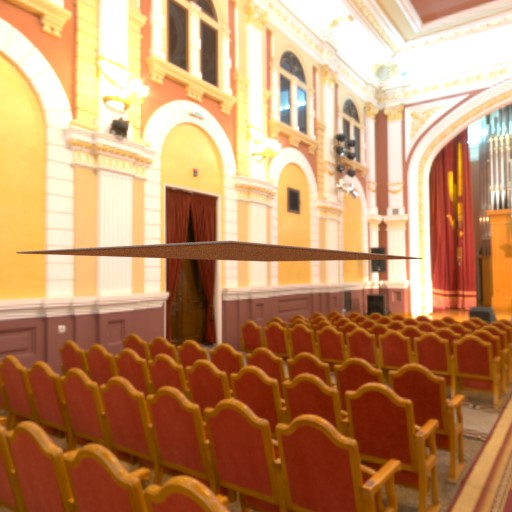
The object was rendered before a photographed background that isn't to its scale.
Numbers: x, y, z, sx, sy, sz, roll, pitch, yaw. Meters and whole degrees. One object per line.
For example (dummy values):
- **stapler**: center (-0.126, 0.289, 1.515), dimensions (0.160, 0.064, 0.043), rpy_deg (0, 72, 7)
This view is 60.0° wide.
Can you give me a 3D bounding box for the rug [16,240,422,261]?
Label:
- **rug**: center (0.000, 0.000, 2.979), dimensions (1.524, 0.011, 2.438), rpy_deg (-1, -2, 36)
